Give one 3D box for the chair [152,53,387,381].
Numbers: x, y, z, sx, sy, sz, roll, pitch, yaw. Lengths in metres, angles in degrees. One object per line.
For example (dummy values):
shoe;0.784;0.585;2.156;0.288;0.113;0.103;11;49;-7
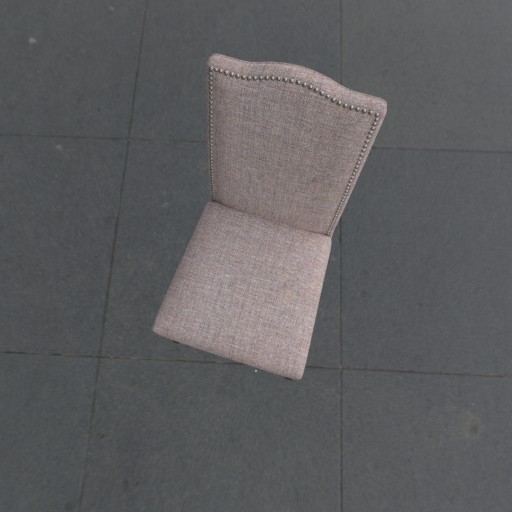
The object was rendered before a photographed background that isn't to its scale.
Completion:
chair;0.000;0.000;1.406;0.513;1.016;0.660;17;76;4
